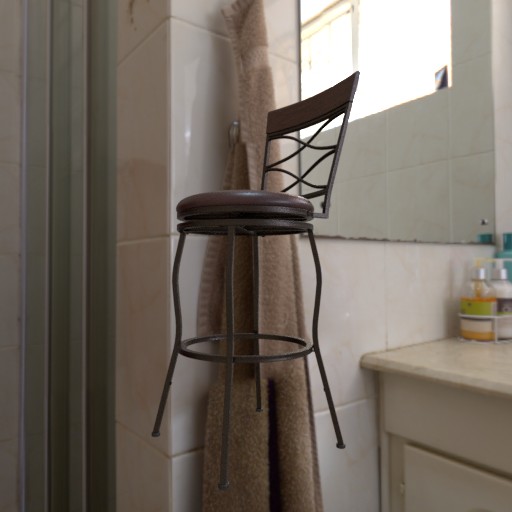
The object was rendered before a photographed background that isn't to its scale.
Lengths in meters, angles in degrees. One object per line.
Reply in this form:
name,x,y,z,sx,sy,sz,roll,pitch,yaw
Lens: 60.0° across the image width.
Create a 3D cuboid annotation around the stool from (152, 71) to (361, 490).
stool,0.000,0.000,1.388,0.513,1.130,0.448,1,-2,-36
